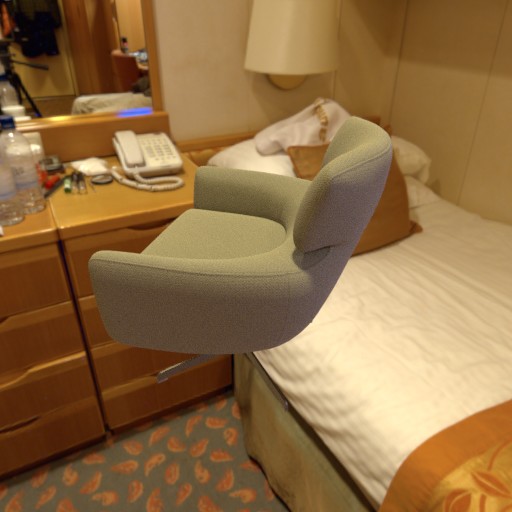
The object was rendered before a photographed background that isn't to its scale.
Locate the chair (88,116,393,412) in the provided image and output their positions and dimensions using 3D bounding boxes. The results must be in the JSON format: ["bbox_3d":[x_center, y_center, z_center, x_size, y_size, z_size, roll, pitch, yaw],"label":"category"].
[{"bbox_3d":[0.000,0.000,1.407,0.730,0.810,0.760,8,31,14],"label":"chair"}]
